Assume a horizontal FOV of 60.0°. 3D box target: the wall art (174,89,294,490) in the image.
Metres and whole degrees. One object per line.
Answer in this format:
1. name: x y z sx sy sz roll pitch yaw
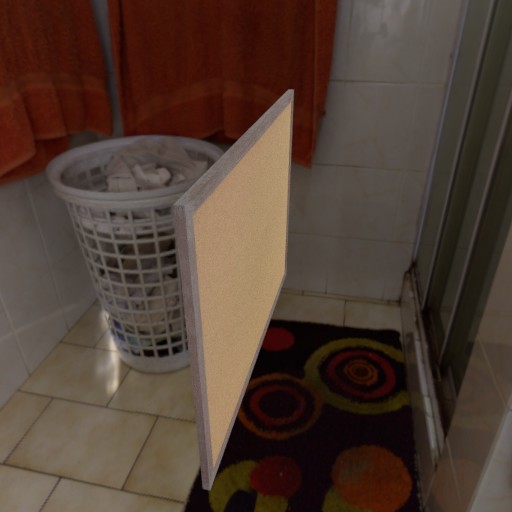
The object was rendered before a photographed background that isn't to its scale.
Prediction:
1. wall art: 0.000 0.000 1.331 0.019 0.774 1.012 7 32 12
